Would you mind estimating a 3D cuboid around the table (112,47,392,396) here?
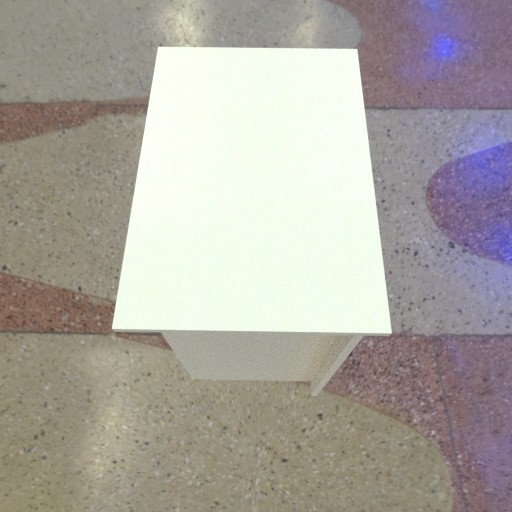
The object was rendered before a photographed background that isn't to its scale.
[{"bbox_3d":[0.000,0.000,1.086,0.406,0.711,0.589,1,64,0],"label":"table"}]
